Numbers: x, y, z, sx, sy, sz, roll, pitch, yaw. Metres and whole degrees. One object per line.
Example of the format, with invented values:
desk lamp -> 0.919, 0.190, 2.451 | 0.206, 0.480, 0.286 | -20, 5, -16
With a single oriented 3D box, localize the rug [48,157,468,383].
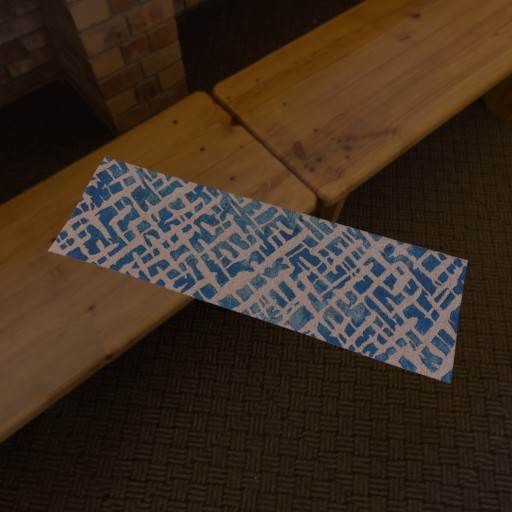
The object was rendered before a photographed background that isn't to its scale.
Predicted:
rug -> 0.000, 0.000, 2.696 | 2.446, 0.011, 0.768 | 17, 65, 8
